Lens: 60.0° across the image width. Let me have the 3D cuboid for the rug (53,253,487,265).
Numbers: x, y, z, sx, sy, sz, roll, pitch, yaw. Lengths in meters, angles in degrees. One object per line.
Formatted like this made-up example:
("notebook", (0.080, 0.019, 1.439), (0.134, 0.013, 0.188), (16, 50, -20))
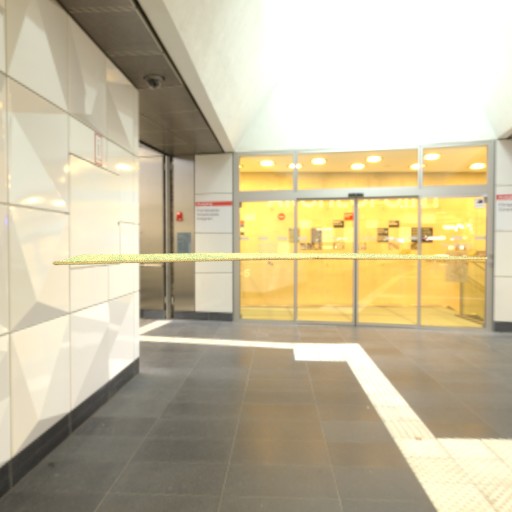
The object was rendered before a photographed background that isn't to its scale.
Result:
("rug", (0.000, 0.000, 2.963), (2.305, 0.029, 1.593), (0, 1, -17))
